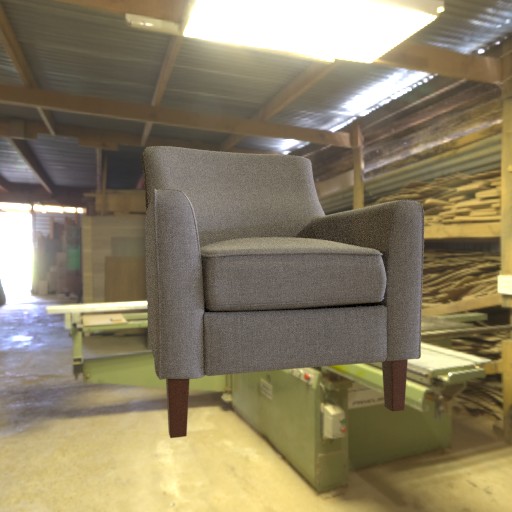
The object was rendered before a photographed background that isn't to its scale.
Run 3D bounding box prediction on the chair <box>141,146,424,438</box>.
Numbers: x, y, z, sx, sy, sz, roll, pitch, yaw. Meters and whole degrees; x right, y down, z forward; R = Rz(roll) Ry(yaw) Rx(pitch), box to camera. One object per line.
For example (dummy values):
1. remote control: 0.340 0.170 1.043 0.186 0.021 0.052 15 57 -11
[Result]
1. chair: 0.000 0.000 1.799 0.887 1.047 0.993 0 0 -17
